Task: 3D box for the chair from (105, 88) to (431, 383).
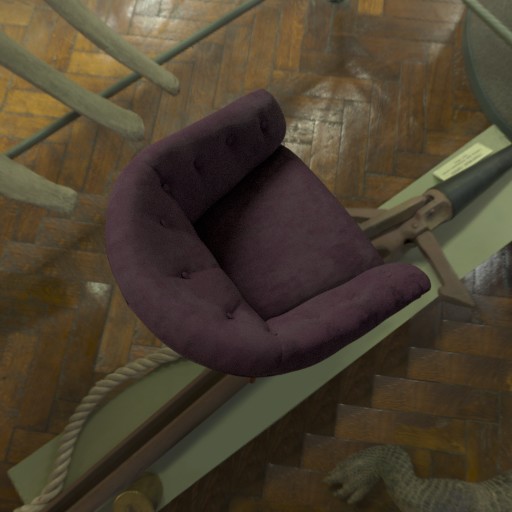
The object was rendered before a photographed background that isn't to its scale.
[{"bbox_3d":[0.000,0.000,1.509,0.776,0.885,0.851,-35,78,-9],"label":"chair"}]
